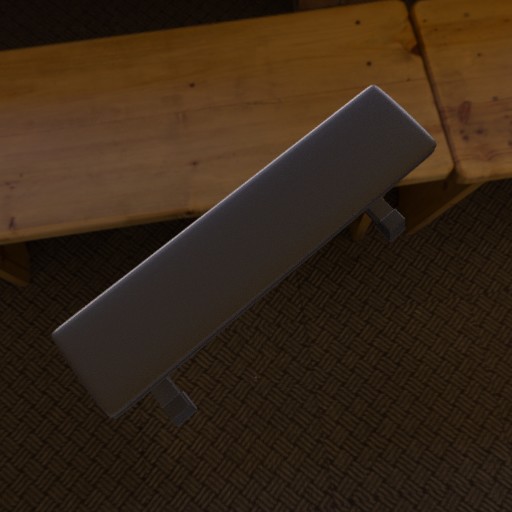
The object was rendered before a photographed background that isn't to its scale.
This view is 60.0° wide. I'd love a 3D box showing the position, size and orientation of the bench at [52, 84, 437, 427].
[{"bbox_3d":[0.000,0.000,1.304,1.072,0.453,0.439,-39,78,-10],"label":"bench"}]
